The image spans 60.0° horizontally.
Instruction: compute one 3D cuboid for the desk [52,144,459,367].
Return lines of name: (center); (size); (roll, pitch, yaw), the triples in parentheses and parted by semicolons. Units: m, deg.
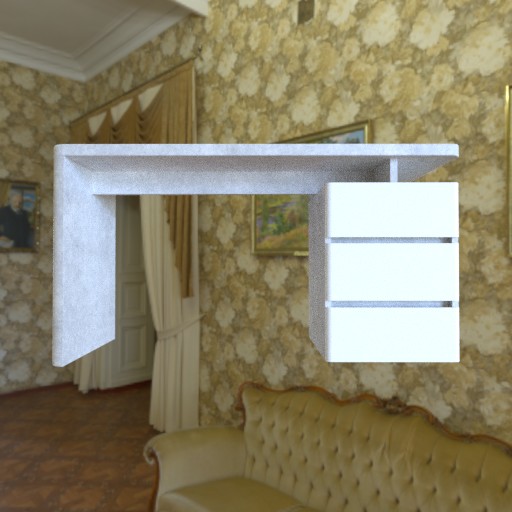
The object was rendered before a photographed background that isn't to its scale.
desk: (0.000, 0.000, 1.770); (1.400, 0.755, 0.550); (0, -1, 0)
